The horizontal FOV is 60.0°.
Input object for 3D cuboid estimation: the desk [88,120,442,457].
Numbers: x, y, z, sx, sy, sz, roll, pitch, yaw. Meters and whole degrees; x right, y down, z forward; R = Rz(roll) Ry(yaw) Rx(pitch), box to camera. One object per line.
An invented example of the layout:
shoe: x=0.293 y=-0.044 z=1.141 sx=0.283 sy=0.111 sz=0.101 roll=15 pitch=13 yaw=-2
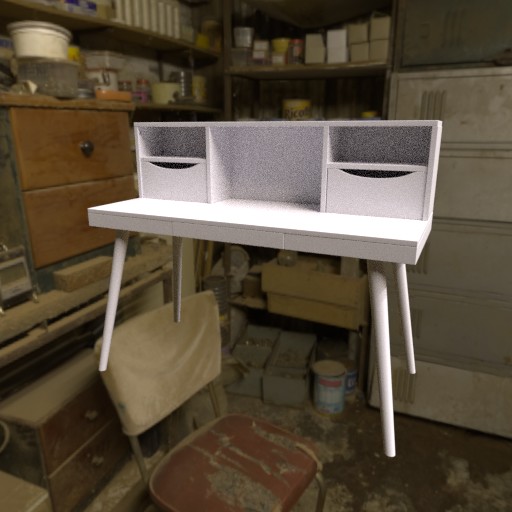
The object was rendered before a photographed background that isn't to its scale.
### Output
desk: x=0.000 y=0.000 z=1.704 sx=1.199 sy=0.990 sz=0.559 roll=7 pitch=18 yaw=24
